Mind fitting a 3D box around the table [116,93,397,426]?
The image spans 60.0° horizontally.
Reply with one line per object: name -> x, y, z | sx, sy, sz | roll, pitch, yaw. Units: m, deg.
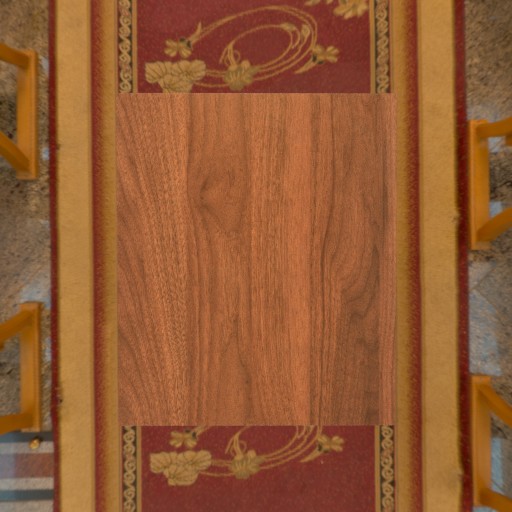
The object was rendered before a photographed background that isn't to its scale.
table -> 0.000, 0.000, 1.567 | 0.660, 1.041, 0.786 | 0, 91, 0
